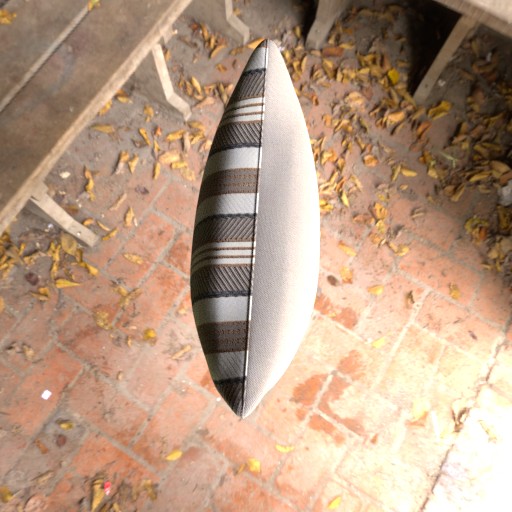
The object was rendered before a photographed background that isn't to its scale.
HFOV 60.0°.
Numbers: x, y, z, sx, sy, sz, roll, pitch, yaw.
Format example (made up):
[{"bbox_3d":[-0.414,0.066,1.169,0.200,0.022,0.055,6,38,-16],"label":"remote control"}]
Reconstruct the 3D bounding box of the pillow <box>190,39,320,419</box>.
[{"bbox_3d":[0.000,0.000,0.647,0.173,0.401,0.416,3,75,1],"label":"pillow"}]
